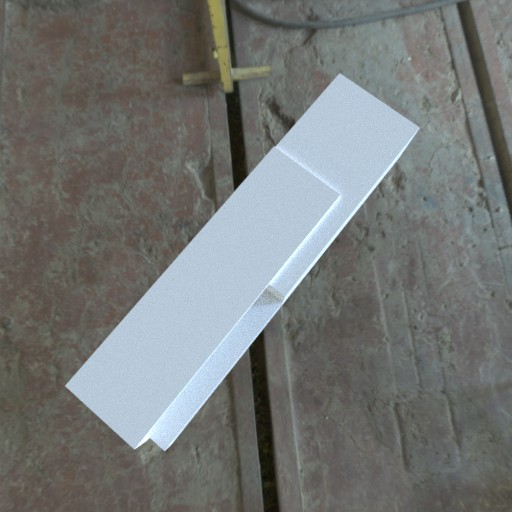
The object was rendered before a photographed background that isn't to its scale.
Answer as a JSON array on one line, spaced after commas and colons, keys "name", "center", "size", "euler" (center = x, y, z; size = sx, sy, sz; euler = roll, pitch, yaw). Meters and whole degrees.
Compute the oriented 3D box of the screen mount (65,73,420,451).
[{"name": "screen mount", "center": [0.000, 0.000, 1.880], "size": [0.420, 0.320, 1.680], "euler": [38, 79, 9]}]
